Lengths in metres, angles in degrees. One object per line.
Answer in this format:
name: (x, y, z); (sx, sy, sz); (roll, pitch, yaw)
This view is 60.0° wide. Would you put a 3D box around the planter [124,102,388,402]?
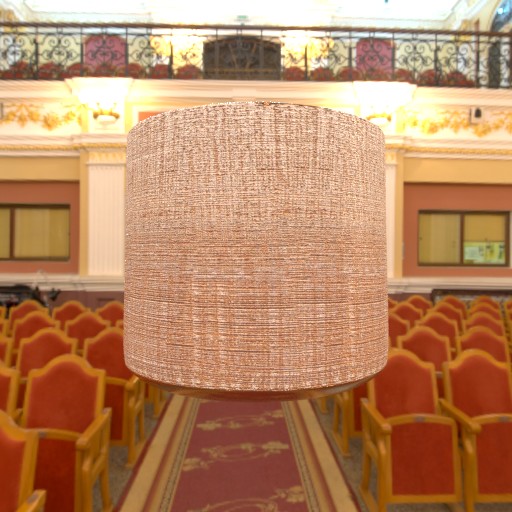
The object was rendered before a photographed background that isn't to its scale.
planter: (0.000, 0.000, 0.310); (0.177, 0.157, 0.177); (0, 0, 0)
